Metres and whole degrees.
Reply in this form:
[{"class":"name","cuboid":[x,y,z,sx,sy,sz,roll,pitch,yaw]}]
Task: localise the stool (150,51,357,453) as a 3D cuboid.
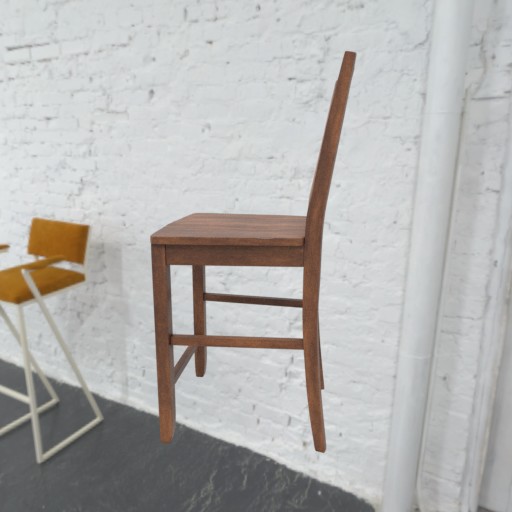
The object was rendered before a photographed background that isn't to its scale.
[{"class":"stool","cuboid":[0.000,0.000,1.376,0.539,1.079,0.462,2,14,7]}]
